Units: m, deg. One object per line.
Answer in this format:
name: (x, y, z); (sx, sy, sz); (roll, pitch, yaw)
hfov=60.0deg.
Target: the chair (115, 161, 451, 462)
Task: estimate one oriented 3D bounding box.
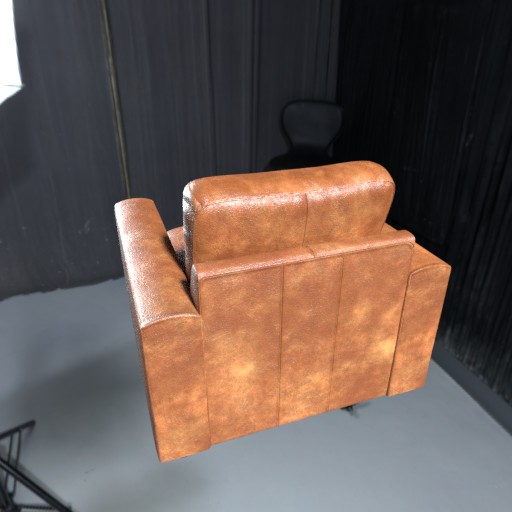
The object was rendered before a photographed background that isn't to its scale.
chair: (0.000, 0.000, 1.767); (1.005, 0.873, 1.016); (-9, 29, -17)
